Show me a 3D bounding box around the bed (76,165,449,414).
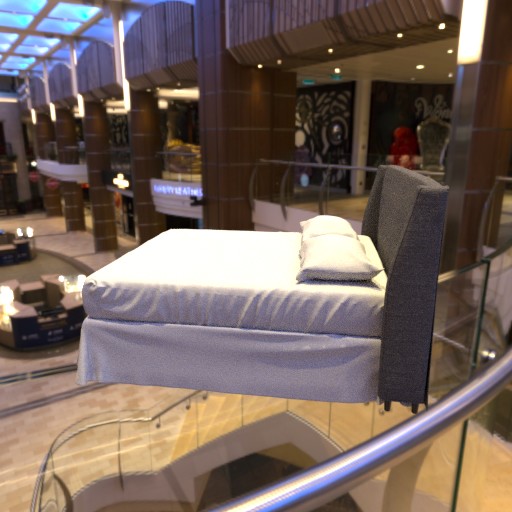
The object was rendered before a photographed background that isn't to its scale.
[{"bbox_3d":[0.000,0.000,3.437,2.276,1.332,1.925,2,15,9],"label":"bed"}]
